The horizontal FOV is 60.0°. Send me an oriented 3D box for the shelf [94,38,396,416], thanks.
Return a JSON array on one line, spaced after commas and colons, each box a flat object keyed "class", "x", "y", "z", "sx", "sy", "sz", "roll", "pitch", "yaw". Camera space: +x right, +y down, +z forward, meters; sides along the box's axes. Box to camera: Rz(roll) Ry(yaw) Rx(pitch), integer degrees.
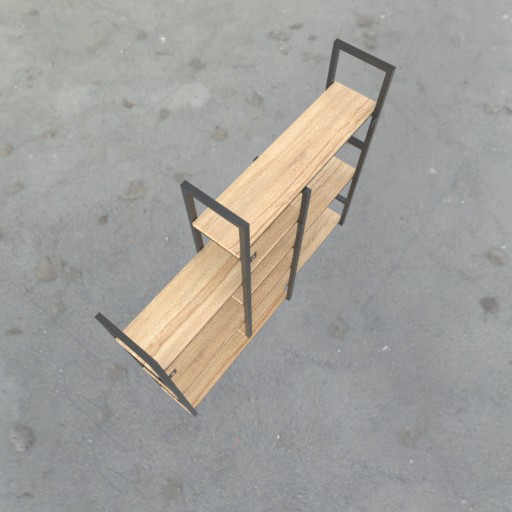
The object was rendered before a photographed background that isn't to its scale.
[{"class": "shelf", "x": 0.000, "y": 0.000, "z": 1.410, "sx": 0.183, "sy": 0.921, "sz": 0.946, "roll": 35, "pitch": 68, "yaw": 17}]
